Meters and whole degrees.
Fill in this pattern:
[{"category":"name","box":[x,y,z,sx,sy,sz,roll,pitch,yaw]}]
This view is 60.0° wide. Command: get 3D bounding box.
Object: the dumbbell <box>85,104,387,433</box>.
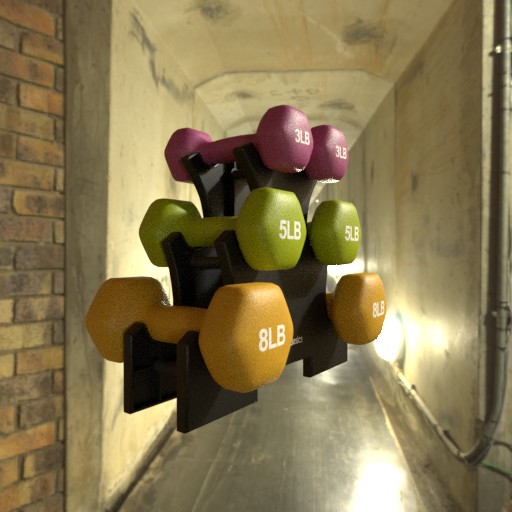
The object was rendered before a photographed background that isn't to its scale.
[{"category":"dumbbell","box":[0.000,0.000,0.474,0.190,0.271,0.300,0,1,37]}]
